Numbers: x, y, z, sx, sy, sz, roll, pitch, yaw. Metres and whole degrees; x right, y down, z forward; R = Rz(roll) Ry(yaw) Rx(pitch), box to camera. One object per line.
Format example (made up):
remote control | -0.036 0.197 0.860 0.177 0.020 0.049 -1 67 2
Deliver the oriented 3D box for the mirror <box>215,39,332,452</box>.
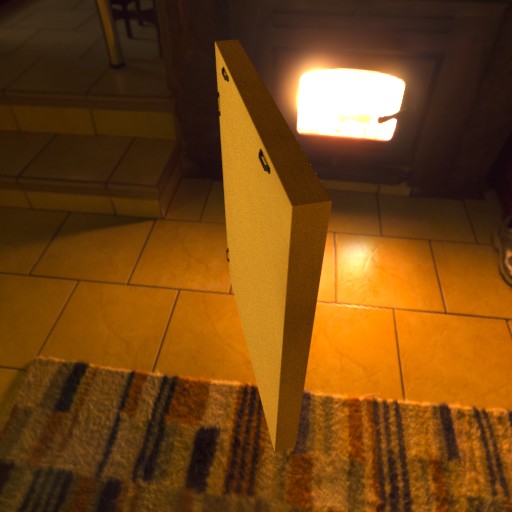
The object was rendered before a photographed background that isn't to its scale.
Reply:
mirror | 0.000 0.000 0.694 0.041 0.509 0.406 -9 45 -9
